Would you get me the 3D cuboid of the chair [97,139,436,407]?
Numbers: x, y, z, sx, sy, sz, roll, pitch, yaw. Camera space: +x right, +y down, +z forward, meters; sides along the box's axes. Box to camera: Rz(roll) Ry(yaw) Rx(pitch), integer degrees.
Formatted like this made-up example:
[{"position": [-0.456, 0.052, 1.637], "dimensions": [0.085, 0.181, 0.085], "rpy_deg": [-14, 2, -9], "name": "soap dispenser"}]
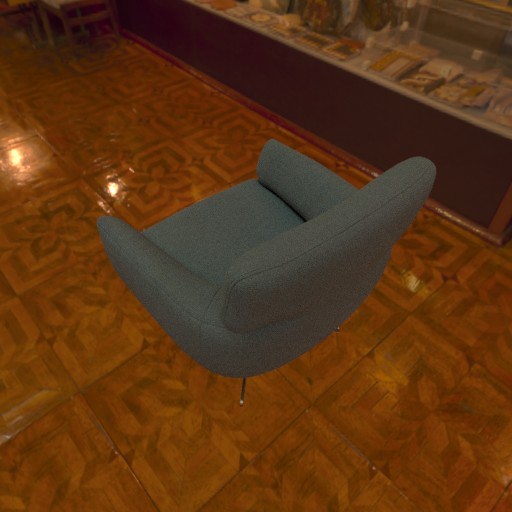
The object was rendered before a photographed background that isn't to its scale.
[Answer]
[{"position": [0.000, 0.000, 1.407], "dimensions": [0.738, 0.813, 0.761], "rpy_deg": [-31, 54, -26], "name": "chair"}]
